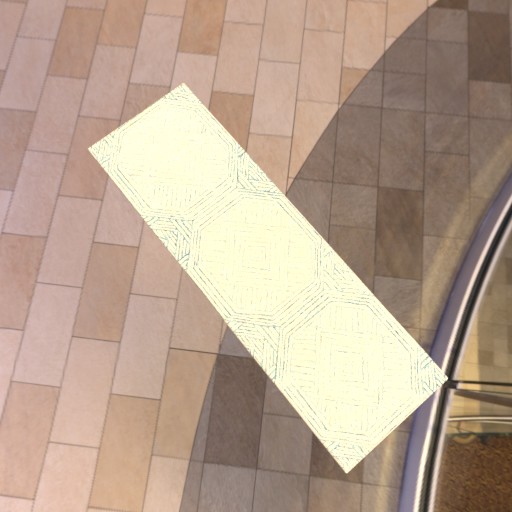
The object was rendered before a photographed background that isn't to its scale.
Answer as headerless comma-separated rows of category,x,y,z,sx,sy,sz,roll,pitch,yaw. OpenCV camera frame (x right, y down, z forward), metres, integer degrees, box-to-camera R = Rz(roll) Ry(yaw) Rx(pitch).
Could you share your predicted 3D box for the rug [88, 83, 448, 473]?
rug,0.000,0.000,2.650,0.775,0.012,2.452,-38,79,-9
